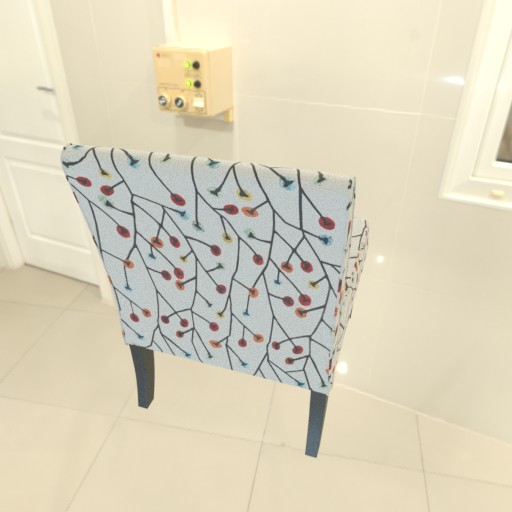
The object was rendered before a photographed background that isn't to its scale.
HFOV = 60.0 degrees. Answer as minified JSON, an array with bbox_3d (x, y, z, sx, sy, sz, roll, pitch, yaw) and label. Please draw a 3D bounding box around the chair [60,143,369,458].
[{"bbox_3d":[0.000,0.000,1.287,0.597,0.813,0.732,10,33,15],"label":"chair"}]
